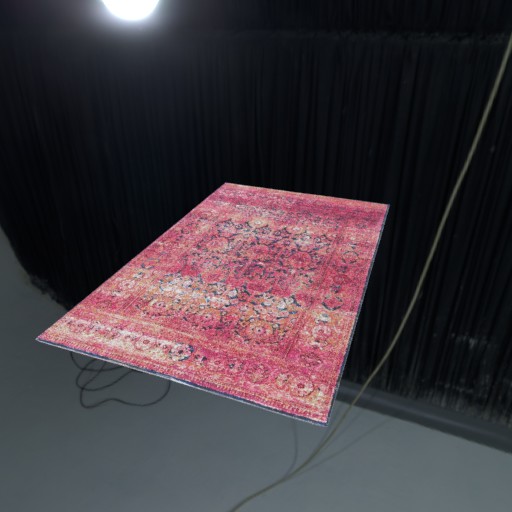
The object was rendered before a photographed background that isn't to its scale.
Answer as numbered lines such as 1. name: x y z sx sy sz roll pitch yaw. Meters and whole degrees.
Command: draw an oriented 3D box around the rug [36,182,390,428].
1. rug: 0.000 0.000 3.050 1.539 0.018 2.449 11 32 18
